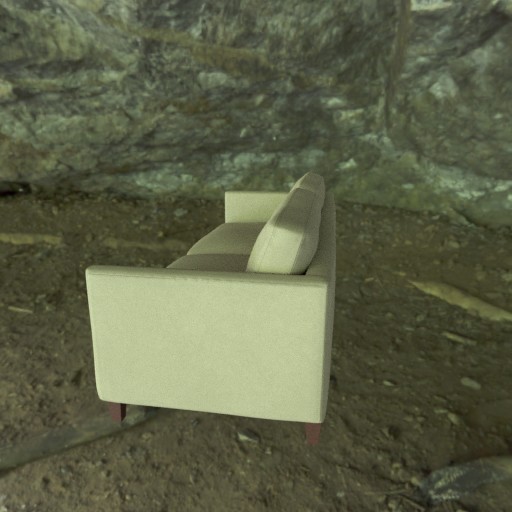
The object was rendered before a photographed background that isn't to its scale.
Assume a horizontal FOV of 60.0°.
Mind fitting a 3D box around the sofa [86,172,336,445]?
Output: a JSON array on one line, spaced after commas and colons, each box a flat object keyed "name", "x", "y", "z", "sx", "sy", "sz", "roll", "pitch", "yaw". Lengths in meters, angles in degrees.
[{"name": "sofa", "x": 0.000, "y": 0.000, "z": 2.823, "sx": 0.988, "sy": 0.912, "sz": 2.404, "roll": 3, "pitch": 16, "yaw": 9}]
